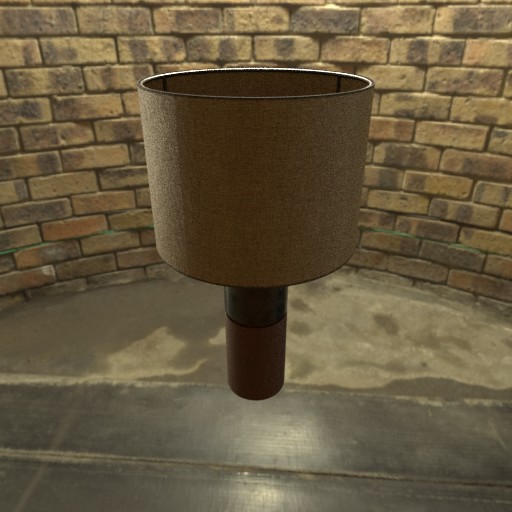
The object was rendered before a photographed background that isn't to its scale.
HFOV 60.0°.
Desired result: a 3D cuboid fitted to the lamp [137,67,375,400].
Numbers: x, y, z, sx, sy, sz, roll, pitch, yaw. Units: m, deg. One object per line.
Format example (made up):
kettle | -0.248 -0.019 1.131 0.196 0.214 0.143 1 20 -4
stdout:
lamp | 0.000 0.000 0.468 0.202 0.350 0.202 0 28 0
